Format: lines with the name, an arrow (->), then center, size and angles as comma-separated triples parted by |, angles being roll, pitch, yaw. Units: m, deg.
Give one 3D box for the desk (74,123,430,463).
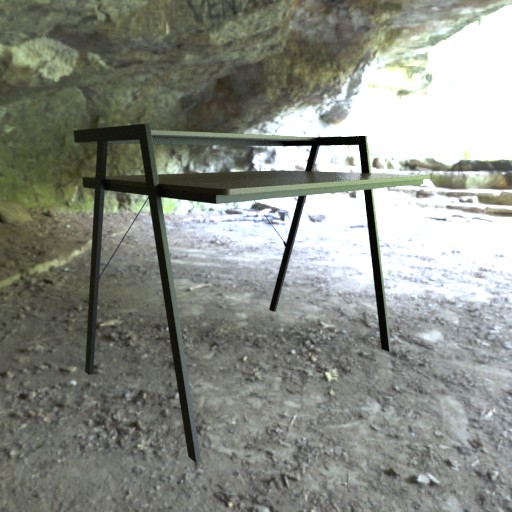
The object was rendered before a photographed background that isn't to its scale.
desk -> 0.000, 0.000, 1.853 | 1.143, 0.998, 0.936 | -12, 18, -42
